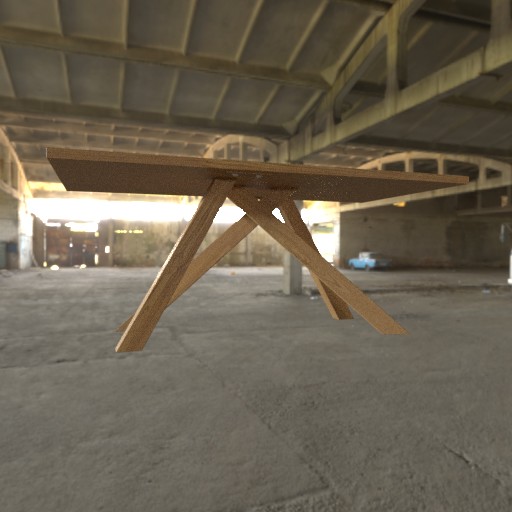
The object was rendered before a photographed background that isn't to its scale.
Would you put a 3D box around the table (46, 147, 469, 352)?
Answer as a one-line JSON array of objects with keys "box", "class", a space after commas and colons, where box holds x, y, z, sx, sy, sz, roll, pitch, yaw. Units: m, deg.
[{"box": [0.000, 0.000, 2.207, 1.797, 0.750, 0.901, 0, 1, -19], "class": "table"}]
